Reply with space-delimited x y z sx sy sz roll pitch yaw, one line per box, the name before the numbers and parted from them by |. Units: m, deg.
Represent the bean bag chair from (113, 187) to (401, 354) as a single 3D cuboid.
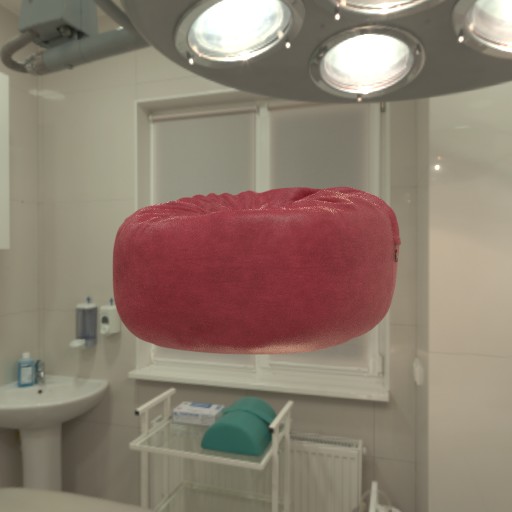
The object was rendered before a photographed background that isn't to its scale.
bean bag chair | 0.000 0.000 2.447 1.524 0.878 1.524 0 1 17
